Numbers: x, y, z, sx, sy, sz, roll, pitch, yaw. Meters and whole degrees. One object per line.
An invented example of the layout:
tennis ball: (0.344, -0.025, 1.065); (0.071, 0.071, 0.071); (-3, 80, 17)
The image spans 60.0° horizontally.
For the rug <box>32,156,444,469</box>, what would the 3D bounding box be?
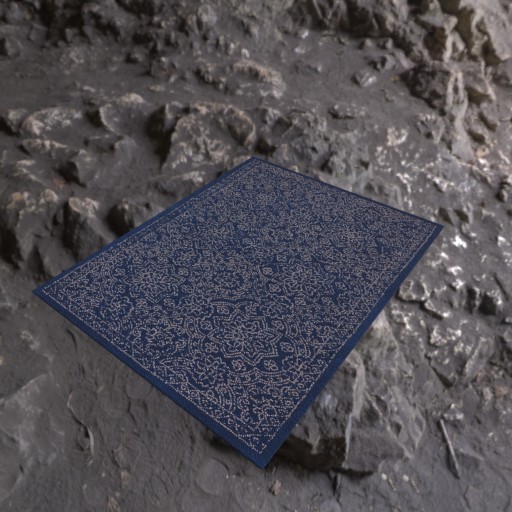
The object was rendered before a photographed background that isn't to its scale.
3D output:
rug: (0.000, 0.000, 4.091); (2.438, 0.010, 3.048); (26, 47, 28)
